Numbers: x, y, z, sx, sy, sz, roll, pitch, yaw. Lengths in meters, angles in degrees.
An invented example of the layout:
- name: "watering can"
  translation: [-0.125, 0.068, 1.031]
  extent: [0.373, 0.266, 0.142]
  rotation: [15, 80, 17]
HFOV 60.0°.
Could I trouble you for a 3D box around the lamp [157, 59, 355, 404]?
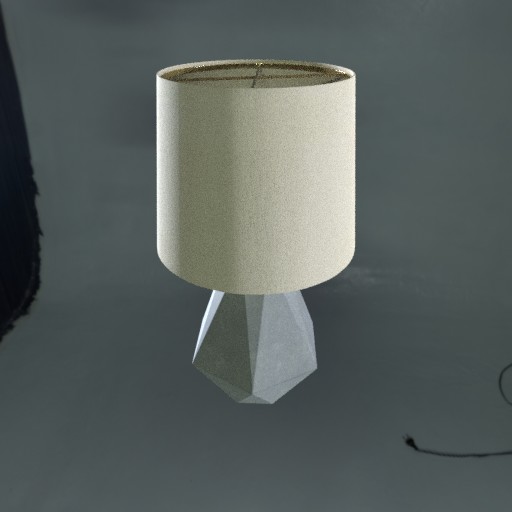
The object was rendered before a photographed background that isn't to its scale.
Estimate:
- name: "lamp"
  translation: [0.000, 0.000, 0.645]
  extent: [0.276, 0.501, 0.276]
  rotation: [0, 30, 0]
